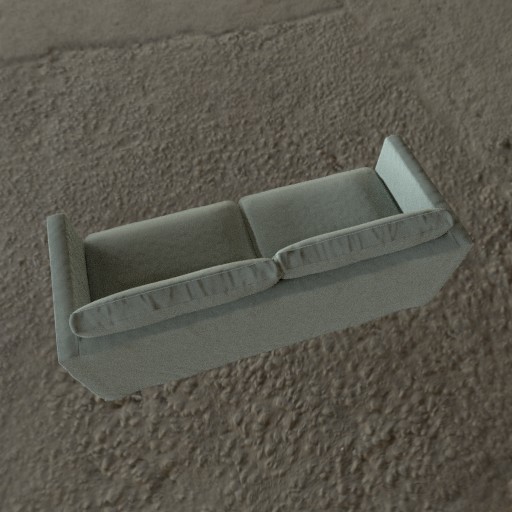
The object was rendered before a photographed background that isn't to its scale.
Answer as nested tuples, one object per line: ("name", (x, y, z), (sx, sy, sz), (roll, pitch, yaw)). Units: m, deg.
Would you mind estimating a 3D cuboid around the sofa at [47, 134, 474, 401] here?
("sofa", (0.000, 0.000, 2.770), (2.312, 0.853, 0.962), (-15, 59, -9))
